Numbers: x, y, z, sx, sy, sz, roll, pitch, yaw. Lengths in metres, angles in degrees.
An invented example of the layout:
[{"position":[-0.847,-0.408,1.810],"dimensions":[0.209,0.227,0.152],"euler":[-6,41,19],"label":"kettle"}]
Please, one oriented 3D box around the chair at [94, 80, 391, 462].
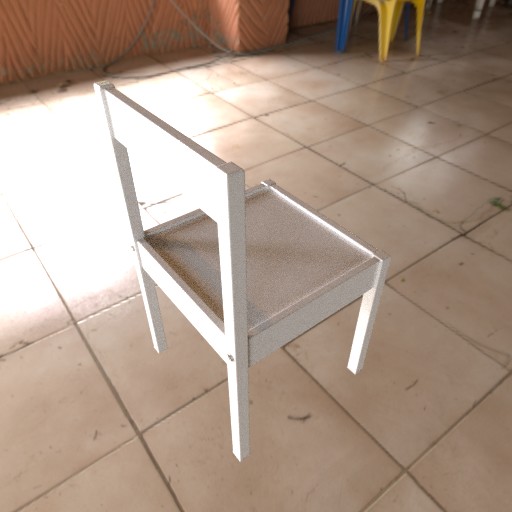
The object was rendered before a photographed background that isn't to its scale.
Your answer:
[{"position":[0.000,0.000,0.680],"dimensions":[0.285,0.505,0.285],"euler":[-27,47,-28],"label":"chair"}]
